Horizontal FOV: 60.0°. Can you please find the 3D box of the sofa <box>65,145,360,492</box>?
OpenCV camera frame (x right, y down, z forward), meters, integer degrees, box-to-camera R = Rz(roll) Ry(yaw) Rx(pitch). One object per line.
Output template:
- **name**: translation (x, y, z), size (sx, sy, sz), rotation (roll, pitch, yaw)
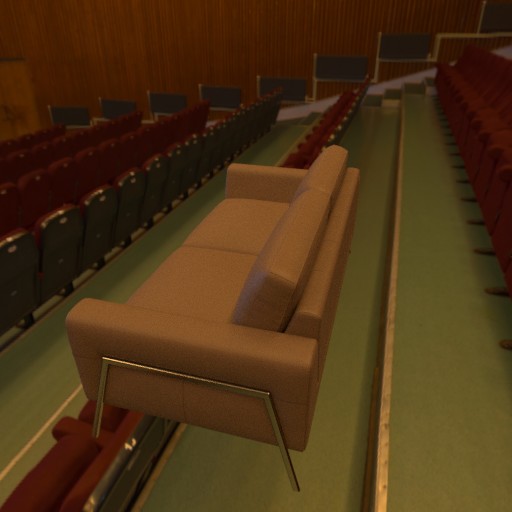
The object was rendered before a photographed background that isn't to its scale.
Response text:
- **sofa**: translation (0.000, 0.000, 2.465), size (0.953, 0.875, 2.017), rotation (8, 30, 14)
